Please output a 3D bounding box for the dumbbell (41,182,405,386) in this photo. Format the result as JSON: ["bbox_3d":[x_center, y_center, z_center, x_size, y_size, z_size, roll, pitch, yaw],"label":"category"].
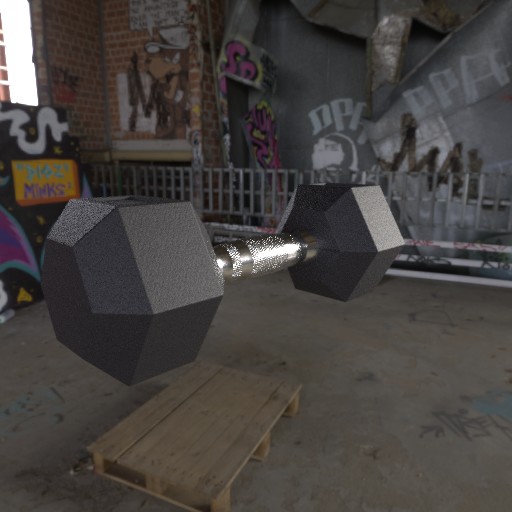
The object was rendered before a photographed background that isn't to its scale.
[{"bbox_3d":[0.000,0.000,0.346,0.297,0.101,0.116,-12,17,-43],"label":"dumbbell"}]
